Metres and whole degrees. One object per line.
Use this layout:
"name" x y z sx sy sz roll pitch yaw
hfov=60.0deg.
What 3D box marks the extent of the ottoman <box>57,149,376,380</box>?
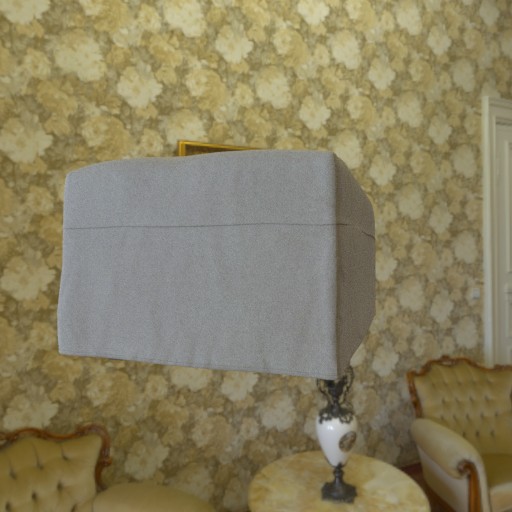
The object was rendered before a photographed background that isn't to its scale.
"ottoman" 0.000 0.000 1.208 0.590 0.444 0.872 0 0 19
